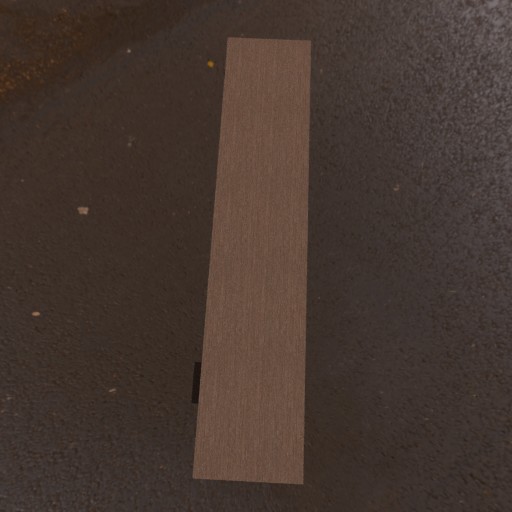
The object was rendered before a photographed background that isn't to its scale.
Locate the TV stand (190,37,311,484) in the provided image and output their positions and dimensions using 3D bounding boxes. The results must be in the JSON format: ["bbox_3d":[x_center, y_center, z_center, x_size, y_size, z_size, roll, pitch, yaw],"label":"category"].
[{"bbox_3d":[0.000,0.000,2.119,0.405,0.787,1.804,3,74,1],"label":"TV stand"}]
